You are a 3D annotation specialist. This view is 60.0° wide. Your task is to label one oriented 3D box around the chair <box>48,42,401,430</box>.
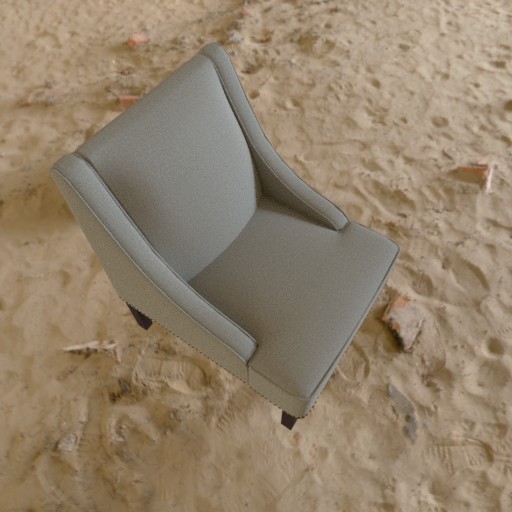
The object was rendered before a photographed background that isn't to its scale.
[{"bbox_3d":[0.000,0.000,1.364,0.737,0.864,0.610,30,62,18],"label":"chair"}]
